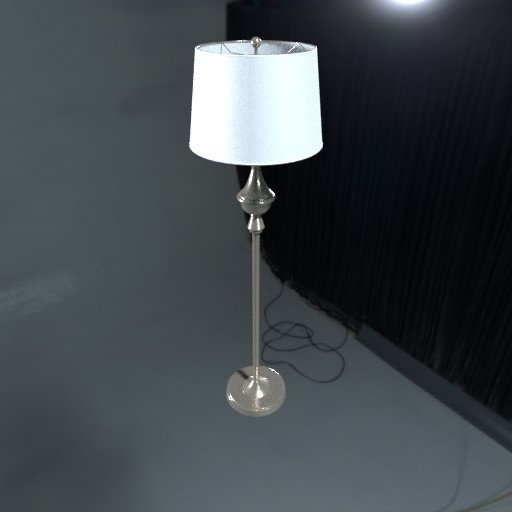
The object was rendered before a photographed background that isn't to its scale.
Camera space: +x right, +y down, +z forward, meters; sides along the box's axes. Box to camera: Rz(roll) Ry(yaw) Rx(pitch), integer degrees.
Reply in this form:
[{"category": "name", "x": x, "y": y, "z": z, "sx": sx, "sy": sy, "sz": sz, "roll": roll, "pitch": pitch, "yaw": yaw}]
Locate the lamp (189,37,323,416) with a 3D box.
[{"category": "lamp", "x": 0.000, "y": 0.000, "z": 1.671, "sx": 0.431, "sy": 1.488, "sz": 0.431, "roll": 0, "pitch": 32, "yaw": 0}]
